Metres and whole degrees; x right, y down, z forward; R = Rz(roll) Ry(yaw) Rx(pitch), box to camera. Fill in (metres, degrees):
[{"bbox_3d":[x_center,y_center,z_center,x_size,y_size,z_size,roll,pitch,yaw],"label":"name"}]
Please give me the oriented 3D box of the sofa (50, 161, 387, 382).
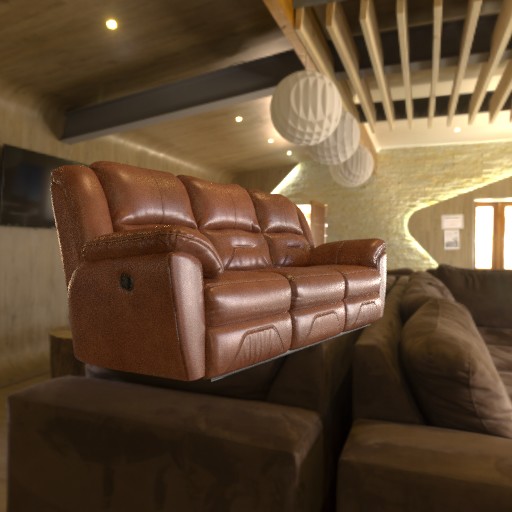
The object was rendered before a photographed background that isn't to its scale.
[{"bbox_3d":[0.000,0.000,2.835,0.991,1.043,2.337,0,1,36],"label":"sofa"}]
